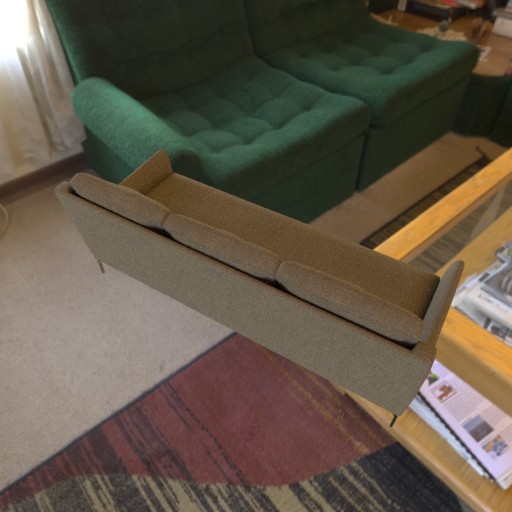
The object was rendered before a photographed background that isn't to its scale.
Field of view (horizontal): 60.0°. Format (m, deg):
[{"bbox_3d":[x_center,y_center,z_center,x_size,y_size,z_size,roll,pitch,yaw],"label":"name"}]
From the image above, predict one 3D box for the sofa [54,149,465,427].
[{"bbox_3d":[0.000,0.000,2.491,2.060,0.837,0.849,24,51,21],"label":"sofa"}]
